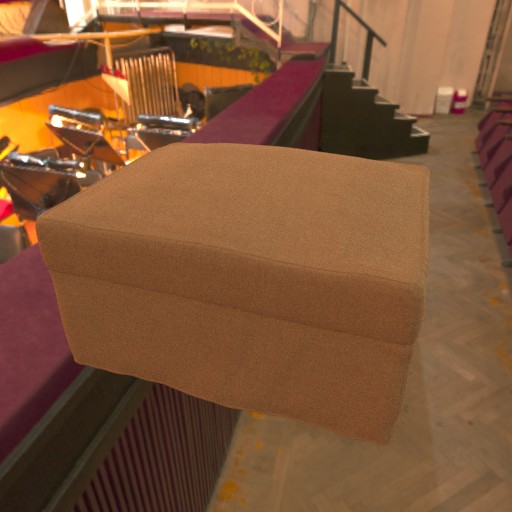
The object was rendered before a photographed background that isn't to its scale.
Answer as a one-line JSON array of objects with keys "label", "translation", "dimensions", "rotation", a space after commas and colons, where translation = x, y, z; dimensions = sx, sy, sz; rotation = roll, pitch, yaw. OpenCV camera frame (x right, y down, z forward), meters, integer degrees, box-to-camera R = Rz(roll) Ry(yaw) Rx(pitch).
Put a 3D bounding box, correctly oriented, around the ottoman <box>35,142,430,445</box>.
[{"label": "ottoman", "translation": [0.000, 0.000, 1.202], "dimensions": [0.833, 0.485, 0.650], "rotation": [10, 32, 16]}]
